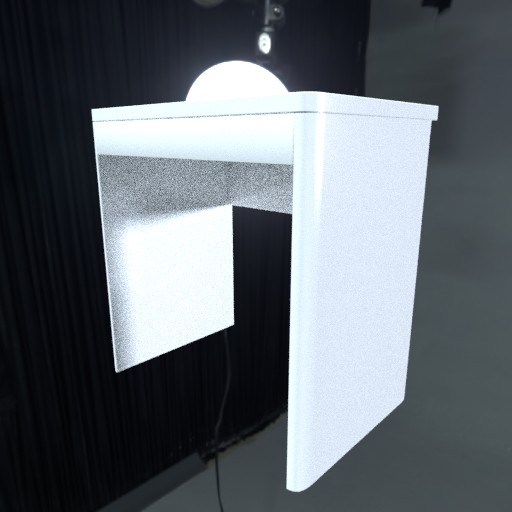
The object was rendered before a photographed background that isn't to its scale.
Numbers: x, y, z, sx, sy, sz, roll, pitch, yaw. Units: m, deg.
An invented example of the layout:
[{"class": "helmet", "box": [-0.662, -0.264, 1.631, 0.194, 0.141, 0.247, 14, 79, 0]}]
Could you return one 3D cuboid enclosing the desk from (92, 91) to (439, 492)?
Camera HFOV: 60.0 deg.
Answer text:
[{"class": "desk", "box": [0.000, 0.000, 1.263, 0.762, 0.800, 0.549, 14, 20, 42]}]
